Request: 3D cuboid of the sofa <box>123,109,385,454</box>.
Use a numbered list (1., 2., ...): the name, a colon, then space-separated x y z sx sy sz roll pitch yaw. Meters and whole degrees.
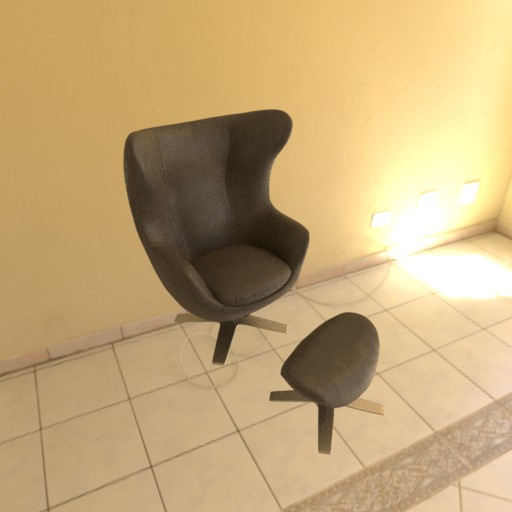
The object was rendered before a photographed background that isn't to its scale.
1. sofa: 0.000 0.000 2.131 0.894 1.135 1.444 -21 37 -30
